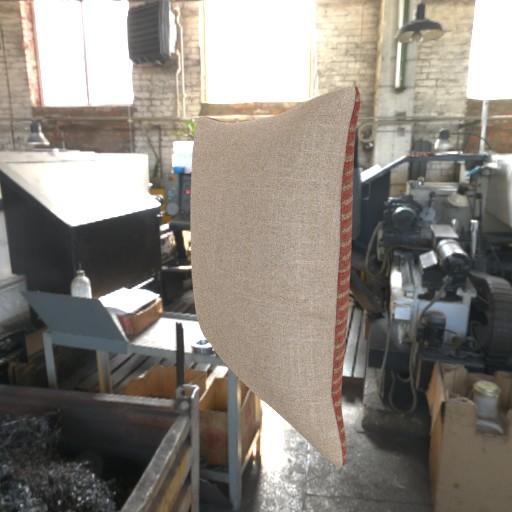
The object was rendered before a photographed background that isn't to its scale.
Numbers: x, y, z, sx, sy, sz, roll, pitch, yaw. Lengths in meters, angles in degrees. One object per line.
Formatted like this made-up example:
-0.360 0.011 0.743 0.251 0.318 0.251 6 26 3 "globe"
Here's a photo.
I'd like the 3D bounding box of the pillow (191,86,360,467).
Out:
0.000 0.000 0.778 0.182 0.503 0.511 -7 15 -26 "pillow"
